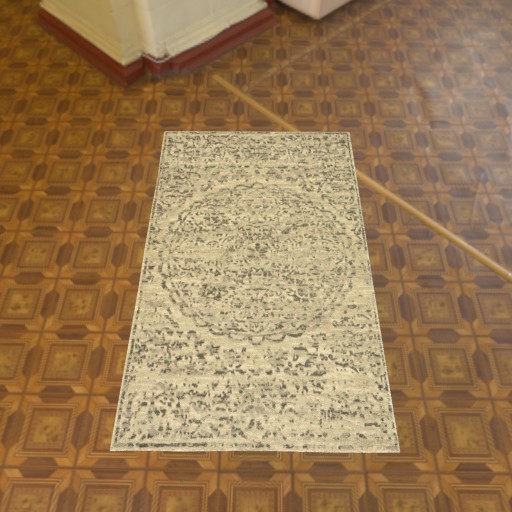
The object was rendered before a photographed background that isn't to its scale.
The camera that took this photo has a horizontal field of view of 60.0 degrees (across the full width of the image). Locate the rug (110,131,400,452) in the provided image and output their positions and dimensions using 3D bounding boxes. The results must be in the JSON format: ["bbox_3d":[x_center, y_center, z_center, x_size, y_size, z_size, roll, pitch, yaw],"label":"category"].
[{"bbox_3d":[0.000,0.000,2.994,1.527,0.021,2.447,0,57,0],"label":"rug"}]
